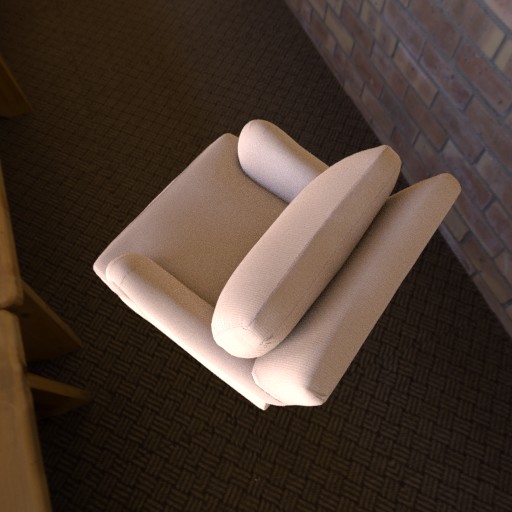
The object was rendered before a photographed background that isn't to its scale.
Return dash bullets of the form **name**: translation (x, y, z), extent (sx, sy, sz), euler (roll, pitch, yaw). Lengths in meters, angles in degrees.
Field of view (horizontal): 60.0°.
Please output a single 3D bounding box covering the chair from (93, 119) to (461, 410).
- **chair**: translation (0.000, 0.000, 1.851), extent (1.070, 1.038, 0.955), euler (33, 68, 16)
